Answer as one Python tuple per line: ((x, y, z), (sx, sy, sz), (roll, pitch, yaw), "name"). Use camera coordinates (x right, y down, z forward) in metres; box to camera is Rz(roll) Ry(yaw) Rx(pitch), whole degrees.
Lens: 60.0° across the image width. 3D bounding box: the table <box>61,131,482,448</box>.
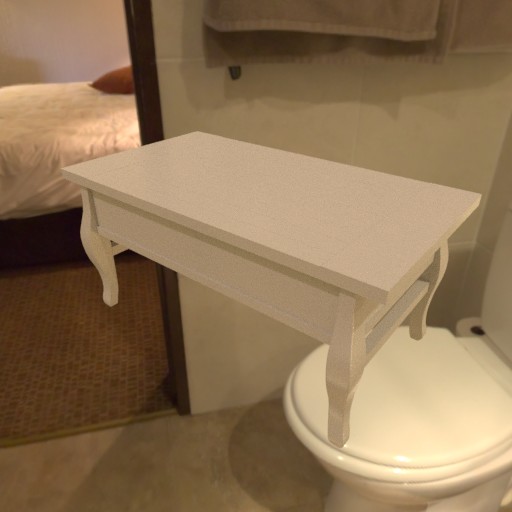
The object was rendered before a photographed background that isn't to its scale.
((0.000, 0.000, 1.384), (1.062, 0.495, 0.600), (22, 36, 33), "table")
